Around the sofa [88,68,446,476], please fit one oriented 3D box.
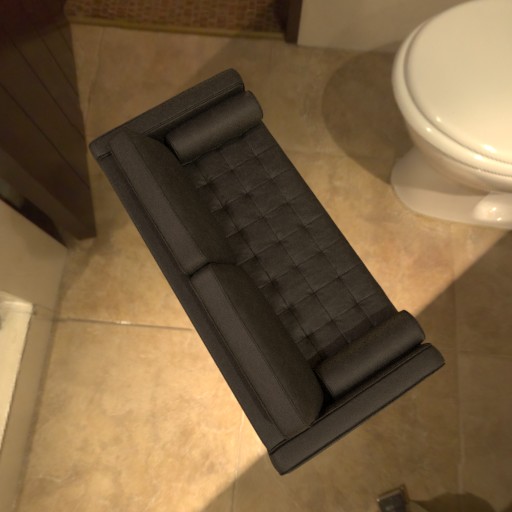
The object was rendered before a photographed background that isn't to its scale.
[{"bbox_3d":[0.000,0.000,2.310,0.921,0.770,1.879,-31,77,-8],"label":"sofa"}]
